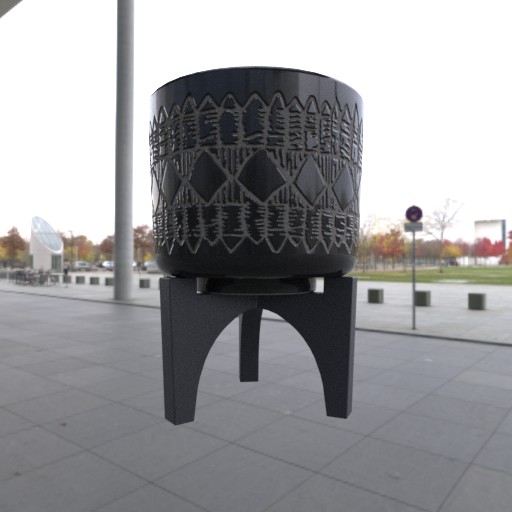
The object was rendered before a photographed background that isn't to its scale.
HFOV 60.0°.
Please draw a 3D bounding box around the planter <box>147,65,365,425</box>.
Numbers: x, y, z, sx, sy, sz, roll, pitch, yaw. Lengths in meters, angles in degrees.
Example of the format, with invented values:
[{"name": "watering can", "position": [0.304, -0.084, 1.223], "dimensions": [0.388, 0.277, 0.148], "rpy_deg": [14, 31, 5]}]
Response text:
[{"name": "planter", "position": [0.000, 0.000, 0.270], "dimensions": [0.129, 0.177, 0.129], "rpy_deg": [0, -1, 0]}]
